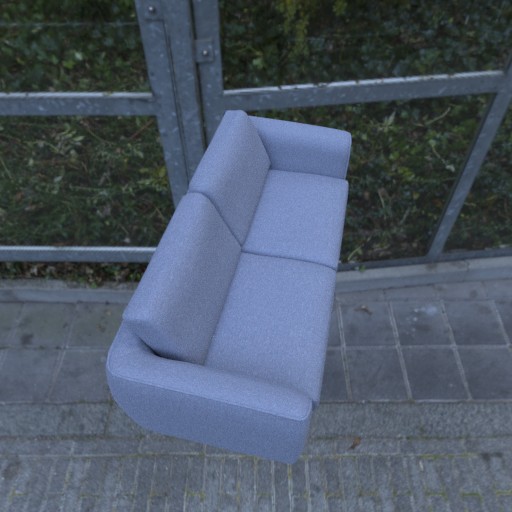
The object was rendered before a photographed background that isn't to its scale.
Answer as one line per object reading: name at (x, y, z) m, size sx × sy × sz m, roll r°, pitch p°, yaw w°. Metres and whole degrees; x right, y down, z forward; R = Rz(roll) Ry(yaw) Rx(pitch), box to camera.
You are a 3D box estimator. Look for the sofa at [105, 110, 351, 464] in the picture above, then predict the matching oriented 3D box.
sofa at (0.000, 0.000, 2.530) m, size 0.920 × 0.870 × 2.000 m, roll 10°, pitch 49°, yaw 8°
